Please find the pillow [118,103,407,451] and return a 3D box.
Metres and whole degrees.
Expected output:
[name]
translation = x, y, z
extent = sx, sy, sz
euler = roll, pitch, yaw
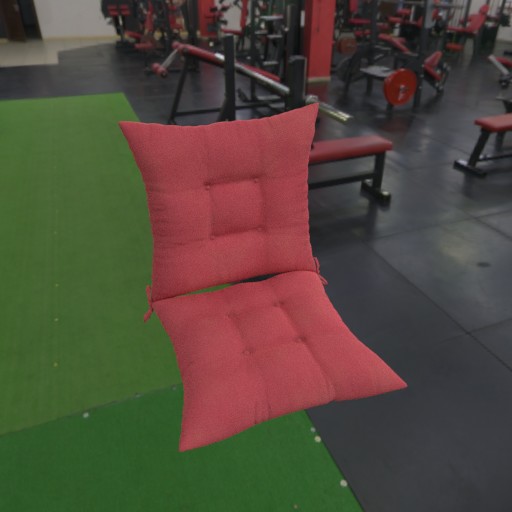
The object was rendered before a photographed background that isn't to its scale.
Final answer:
[pillow]
translation = 0.000, 0.000, 1.020
extent = 0.541, 0.536, 0.585
euler = -10, 34, -15
